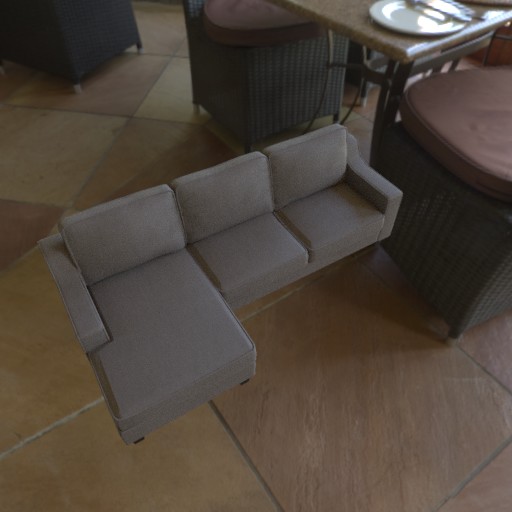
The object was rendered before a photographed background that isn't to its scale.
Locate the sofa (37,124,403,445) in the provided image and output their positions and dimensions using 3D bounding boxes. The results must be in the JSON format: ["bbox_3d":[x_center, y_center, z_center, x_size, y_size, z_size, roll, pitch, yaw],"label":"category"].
[{"bbox_3d":[0.000,0.000,3.160,2.561,0.928,1.294,-24,51,-21],"label":"sofa"}]
